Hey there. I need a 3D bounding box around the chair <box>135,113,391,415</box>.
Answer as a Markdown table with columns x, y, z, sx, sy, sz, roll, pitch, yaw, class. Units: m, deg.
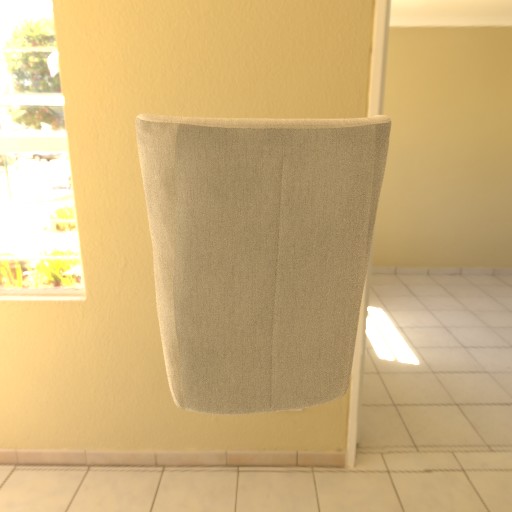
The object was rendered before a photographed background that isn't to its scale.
| x | y | z | sx | sy | sz | roll | pitch | yaw | class |
| --- | --- | --- | --- | --- | --- | --- | --- | --- | --- |
| 0.000 | 0.000 | 1.667 | 0.779 | 1.000 | 0.904 | -2 | 15 | -9 | chair |
